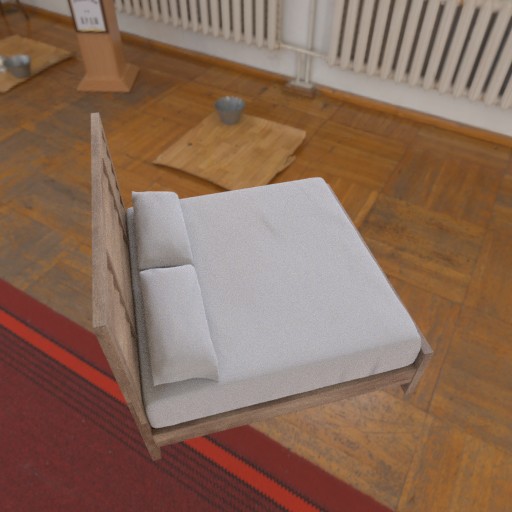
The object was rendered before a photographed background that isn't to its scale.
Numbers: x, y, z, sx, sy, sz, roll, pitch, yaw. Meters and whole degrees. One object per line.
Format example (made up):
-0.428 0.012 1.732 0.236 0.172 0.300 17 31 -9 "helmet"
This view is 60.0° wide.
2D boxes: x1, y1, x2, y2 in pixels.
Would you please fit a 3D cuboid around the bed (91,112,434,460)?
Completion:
0.000 0.000 3.439 2.062 1.626 2.032 -11 47 -10 "bed"
